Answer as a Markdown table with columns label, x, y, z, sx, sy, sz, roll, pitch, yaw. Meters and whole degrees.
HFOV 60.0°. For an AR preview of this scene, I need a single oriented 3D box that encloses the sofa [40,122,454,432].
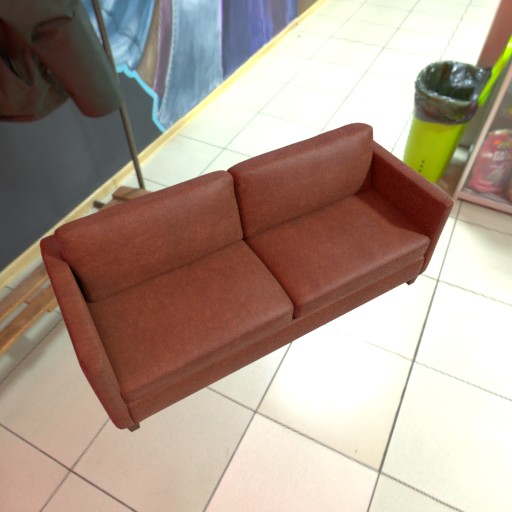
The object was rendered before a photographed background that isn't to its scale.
| label | x | y | z | sx | sy | sz | roll | pitch | yaw |
| --- | --- | --- | --- | --- | --- | --- | --- | --- | --- |
| sofa | 0.000 | 0.000 | 2.697 | 2.204 | 0.932 | 0.950 | -23 | 52 | -20 |
